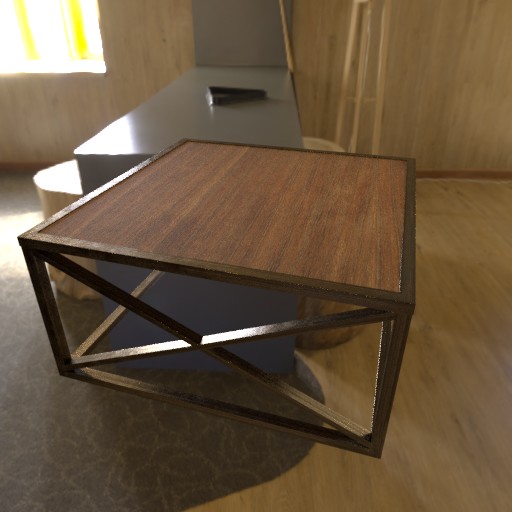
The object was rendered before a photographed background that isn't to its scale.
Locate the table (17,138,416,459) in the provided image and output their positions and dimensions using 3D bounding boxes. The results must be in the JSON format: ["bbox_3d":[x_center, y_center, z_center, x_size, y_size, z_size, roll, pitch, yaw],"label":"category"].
[{"bbox_3d":[0.000,0.000,1.417,0.899,0.451,0.909,9,31,15],"label":"table"}]
